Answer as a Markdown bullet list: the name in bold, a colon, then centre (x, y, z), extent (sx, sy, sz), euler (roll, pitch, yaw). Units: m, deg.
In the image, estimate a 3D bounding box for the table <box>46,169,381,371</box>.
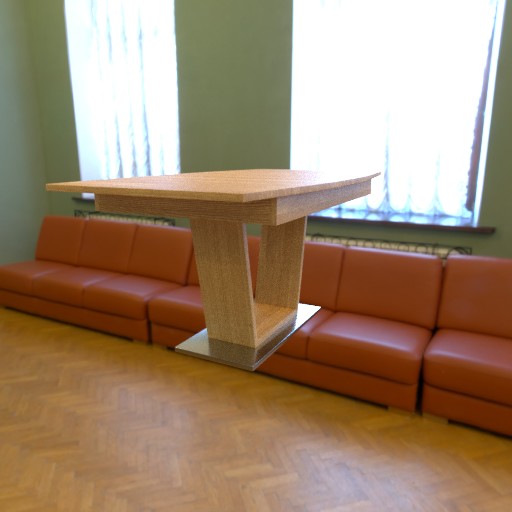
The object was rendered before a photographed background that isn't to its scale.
- **table**: centre (0.000, 0.000, 2.103), extent (0.900, 0.748, 1.598), euler (7, 15, 27)
